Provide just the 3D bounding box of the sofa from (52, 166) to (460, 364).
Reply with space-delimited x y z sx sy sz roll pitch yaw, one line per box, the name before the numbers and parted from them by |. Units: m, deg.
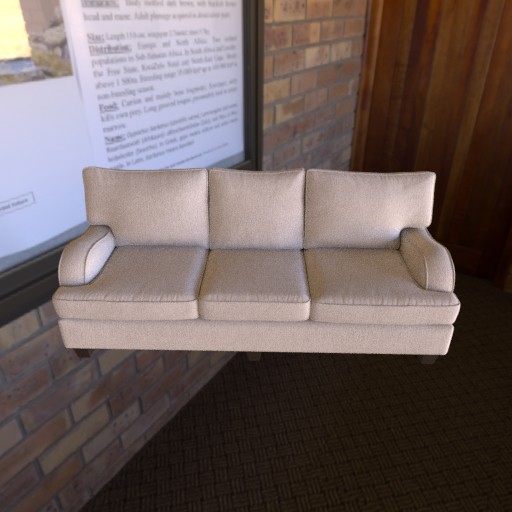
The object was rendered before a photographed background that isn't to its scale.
sofa | 0.000 0.000 2.874 2.323 0.991 1.016 1 30 1
